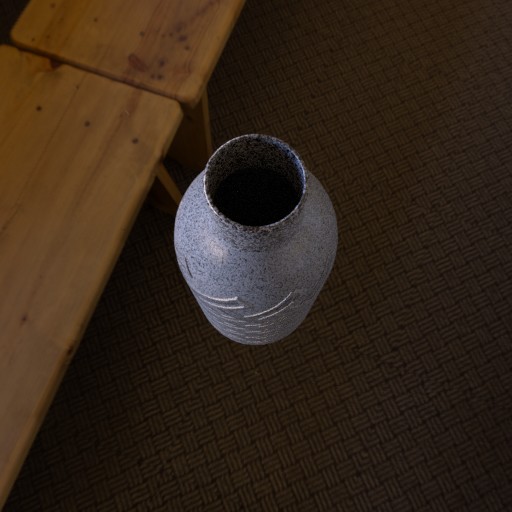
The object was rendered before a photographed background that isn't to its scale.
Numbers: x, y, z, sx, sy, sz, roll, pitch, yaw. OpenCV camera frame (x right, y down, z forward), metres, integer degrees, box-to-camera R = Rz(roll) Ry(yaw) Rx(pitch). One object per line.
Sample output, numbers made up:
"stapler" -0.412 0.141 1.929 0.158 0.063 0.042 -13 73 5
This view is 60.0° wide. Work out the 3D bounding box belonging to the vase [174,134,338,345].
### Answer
"vase" 0.000 0.000 0.348 0.122 0.282 0.122 0 75 0
